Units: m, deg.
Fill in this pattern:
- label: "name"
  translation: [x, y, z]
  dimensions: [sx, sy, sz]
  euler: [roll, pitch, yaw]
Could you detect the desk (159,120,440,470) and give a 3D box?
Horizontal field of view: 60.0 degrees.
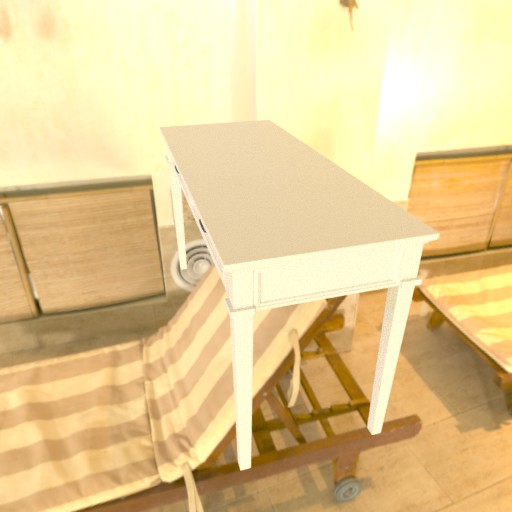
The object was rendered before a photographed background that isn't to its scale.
- label: "desk"
  translation: [0.000, 0.000, 1.810]
  dimensions: [0.559, 0.774, 1.372]
  euler: [-8, 30, -15]
